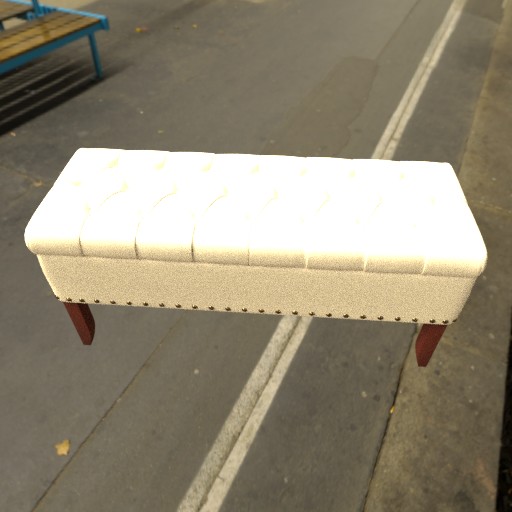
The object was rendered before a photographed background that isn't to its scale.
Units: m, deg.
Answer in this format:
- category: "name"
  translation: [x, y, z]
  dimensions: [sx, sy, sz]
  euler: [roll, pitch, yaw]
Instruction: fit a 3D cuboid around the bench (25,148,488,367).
- category: "bench"
  translation: [0.000, 0.000, 1.264]
  dimensions: [1.054, 0.470, 0.400]
  euler: [3, 45, 3]
